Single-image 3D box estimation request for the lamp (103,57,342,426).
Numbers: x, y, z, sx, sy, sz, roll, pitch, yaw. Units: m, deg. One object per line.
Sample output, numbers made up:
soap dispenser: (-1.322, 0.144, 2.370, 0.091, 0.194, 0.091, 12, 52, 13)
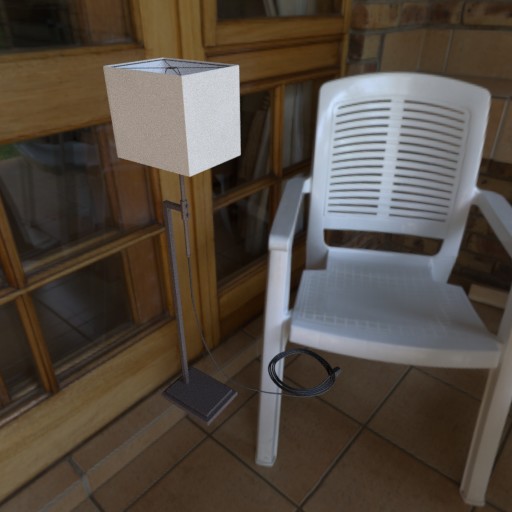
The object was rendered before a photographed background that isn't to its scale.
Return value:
lamp: (0.000, 0.000, 1.976, 0.698, 1.600, 0.774, 20, 36, 30)
